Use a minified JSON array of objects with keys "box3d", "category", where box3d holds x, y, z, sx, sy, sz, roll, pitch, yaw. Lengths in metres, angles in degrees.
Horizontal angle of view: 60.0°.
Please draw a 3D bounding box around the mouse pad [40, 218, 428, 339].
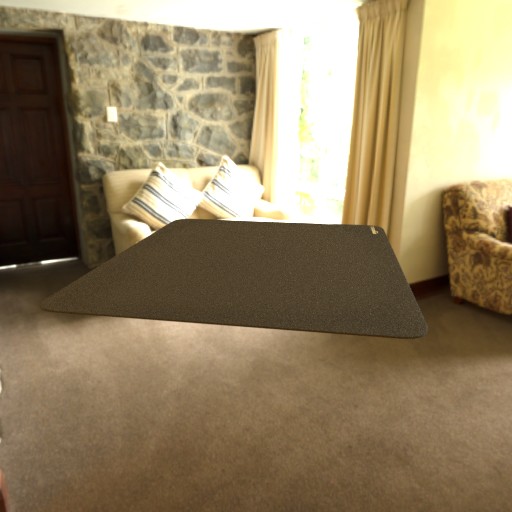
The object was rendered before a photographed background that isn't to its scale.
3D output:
[{"box3d":[0.000,0.000,0.633,0.393,0.002,0.451,3,17,9],"category":"mouse pad"}]
